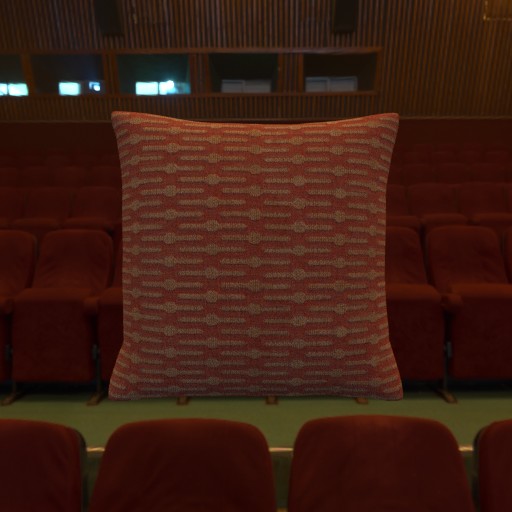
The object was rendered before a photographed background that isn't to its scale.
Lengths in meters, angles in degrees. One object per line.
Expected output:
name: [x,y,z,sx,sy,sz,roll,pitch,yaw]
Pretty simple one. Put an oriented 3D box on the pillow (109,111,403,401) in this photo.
pillow: [0.000,0.000,0.775,0.511,0.503,0.182,0,0,0]
